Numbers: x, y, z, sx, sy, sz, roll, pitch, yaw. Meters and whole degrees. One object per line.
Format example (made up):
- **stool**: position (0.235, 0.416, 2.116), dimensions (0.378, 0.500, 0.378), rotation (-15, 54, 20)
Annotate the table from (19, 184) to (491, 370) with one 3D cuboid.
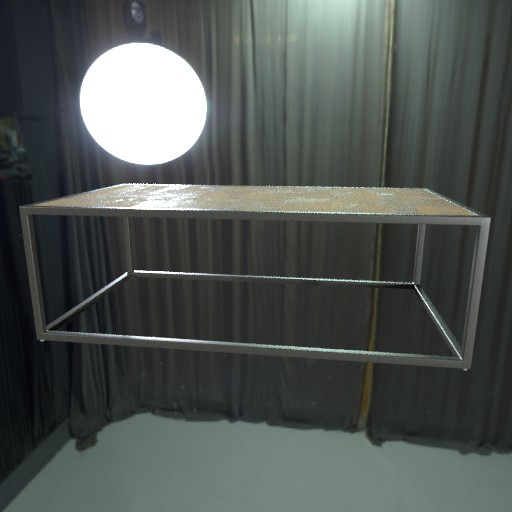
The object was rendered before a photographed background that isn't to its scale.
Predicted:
- **table**: position (0.000, 0.000, 1.472), dimensions (1.199, 0.398, 0.649), rotation (2, 15, 8)
